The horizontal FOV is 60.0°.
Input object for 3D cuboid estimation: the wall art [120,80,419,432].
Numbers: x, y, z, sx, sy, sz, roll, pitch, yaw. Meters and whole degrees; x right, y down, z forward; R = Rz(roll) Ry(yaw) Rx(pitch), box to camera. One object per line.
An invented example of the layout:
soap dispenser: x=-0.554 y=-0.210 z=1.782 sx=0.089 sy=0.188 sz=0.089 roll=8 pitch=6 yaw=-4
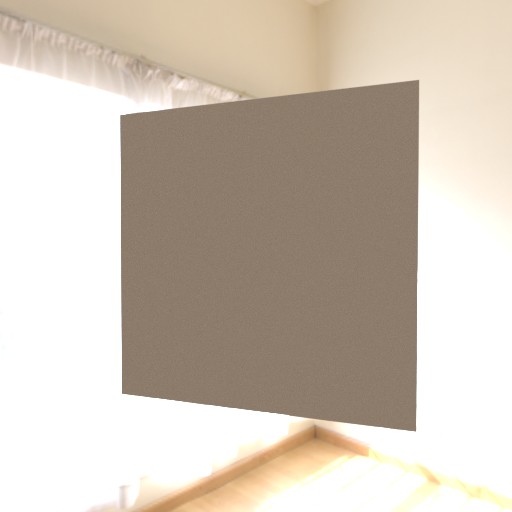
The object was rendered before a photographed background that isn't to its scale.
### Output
wall art: x=0.000 y=0.000 z=0.517 sx=0.355 sy=0.355 sz=0.027 roll=0 pitch=1 yaw=19
